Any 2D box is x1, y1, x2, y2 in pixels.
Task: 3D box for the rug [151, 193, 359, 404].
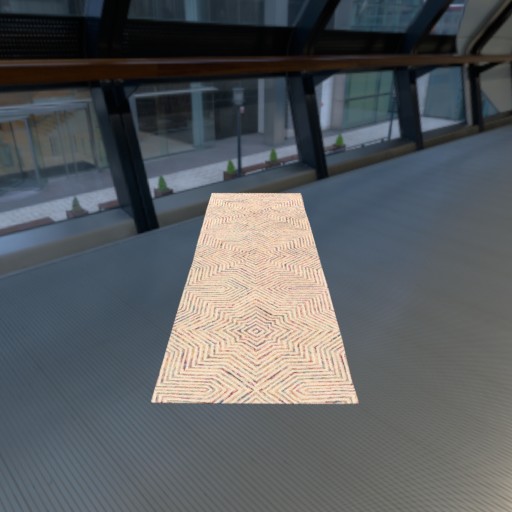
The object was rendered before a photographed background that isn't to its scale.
[{"bbox_3d":[0.000,0.000,2.713,0.771,0.009,2.443,0,26,0],"label":"rug"}]
